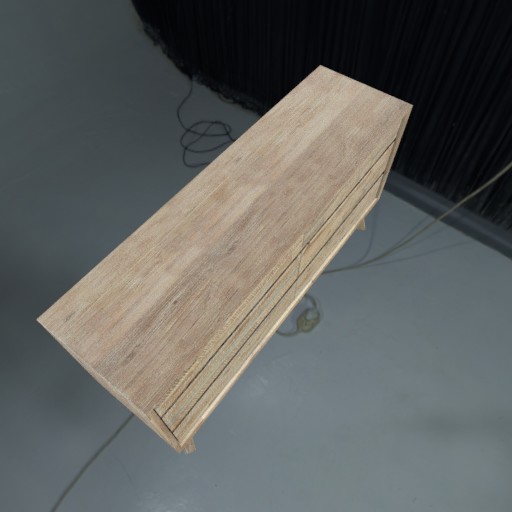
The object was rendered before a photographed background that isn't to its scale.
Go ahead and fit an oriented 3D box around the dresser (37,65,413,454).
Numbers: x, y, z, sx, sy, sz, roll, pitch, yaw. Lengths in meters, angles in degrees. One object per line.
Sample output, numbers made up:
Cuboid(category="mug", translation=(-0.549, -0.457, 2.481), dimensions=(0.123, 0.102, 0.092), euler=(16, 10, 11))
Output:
Cuboid(category="dresser", translation=(0.000, 0.000, 1.910), dimensions=(0.455, 0.805, 1.554), euler=(32, 63, 19))
